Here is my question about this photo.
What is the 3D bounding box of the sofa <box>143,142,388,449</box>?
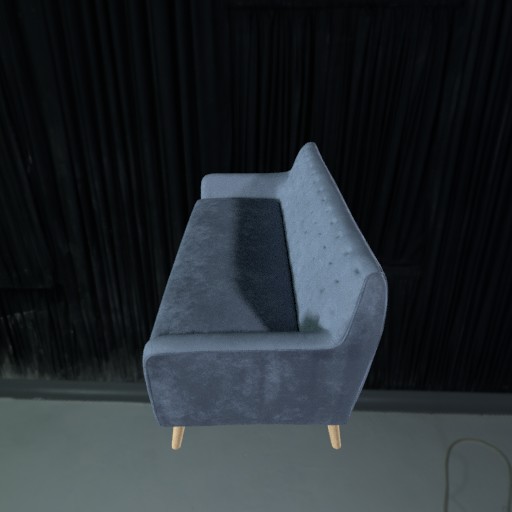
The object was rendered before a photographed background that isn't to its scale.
[{"bbox_3d":[0.000,0.000,2.374,0.841,0.832,1.975,0,27,0],"label":"sofa"}]
